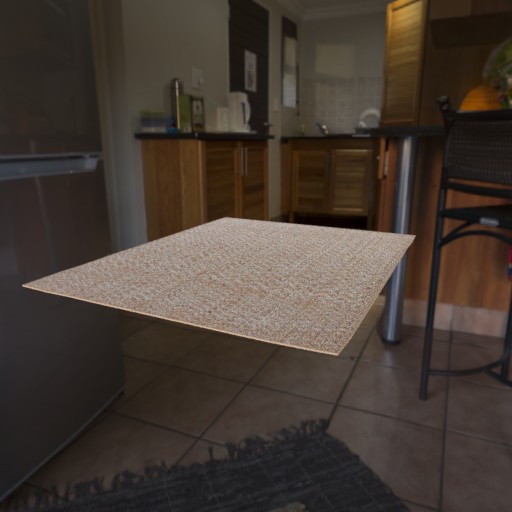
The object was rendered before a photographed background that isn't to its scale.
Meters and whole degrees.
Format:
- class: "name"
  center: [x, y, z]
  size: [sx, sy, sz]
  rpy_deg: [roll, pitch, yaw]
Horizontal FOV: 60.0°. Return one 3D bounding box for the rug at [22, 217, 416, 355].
- class: "rug"
  center: [0.000, 0.000, 4.076]
  size: [2.439, 0.013, 3.048]
  rpy_deg: [8, 17, 25]
